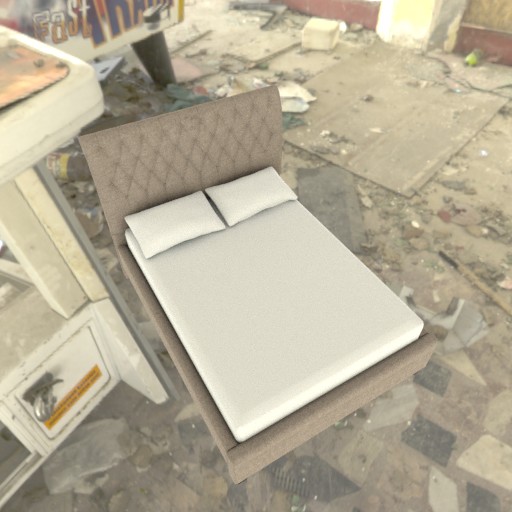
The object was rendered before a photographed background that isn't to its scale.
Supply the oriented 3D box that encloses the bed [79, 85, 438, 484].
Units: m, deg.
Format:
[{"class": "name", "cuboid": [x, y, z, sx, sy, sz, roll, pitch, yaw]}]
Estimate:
[{"class": "bed", "cuboid": [0.000, 0.000, 3.262, 1.645, 1.371, 2.252, -23, 50, -21]}]
